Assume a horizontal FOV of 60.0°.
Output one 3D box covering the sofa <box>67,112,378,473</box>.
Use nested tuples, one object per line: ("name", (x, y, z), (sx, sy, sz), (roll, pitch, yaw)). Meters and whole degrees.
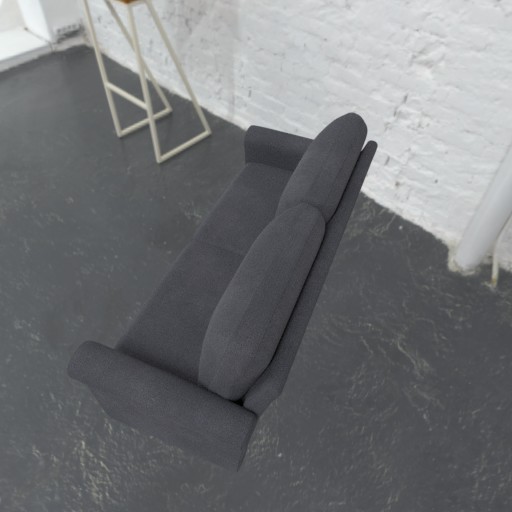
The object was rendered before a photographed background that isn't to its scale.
("sofa", (0.000, 0.000, 2.338), (0.842, 0.942, 1.935), (17, 50, 15))
